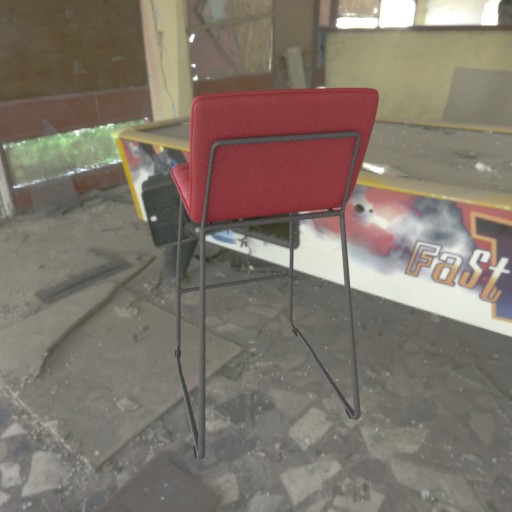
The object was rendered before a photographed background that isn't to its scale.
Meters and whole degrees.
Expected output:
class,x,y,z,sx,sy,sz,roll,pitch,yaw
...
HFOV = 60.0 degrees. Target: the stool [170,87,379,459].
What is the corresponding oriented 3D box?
class,x,y,z,sx,sy,sz,roll,pitch,yaw
stool,0.000,0.000,1.259,0.489,0.937,0.524,-8,27,-15
